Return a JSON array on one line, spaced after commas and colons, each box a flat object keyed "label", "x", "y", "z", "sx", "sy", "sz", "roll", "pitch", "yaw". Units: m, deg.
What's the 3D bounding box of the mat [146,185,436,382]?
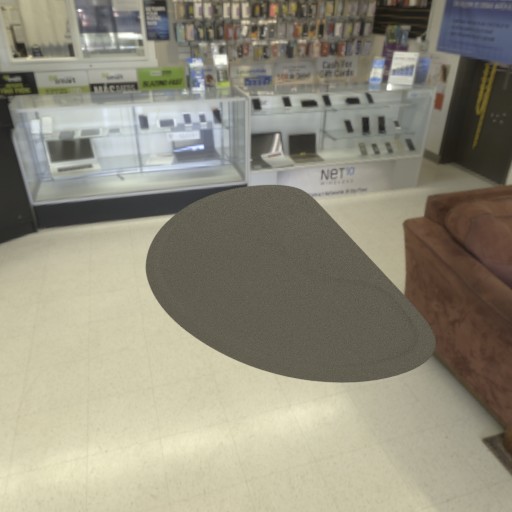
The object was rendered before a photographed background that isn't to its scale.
[{"label": "mat", "x": 0.000, "y": 0.000, "z": 1.875, "sx": 0.913, "sy": 0.013, "sz": 1.524, "roll": -8, "pitch": 32, "yaw": -13}]
